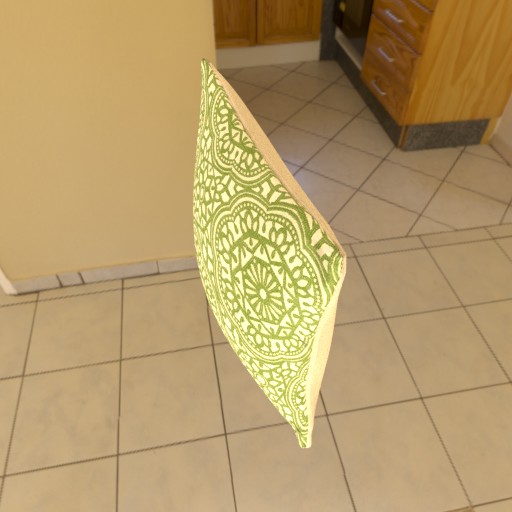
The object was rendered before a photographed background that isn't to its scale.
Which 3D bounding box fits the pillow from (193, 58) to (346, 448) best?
[{"bbox_3d":[0.000,0.000,0.660,0.162,0.419,0.440,-15,48,-14],"label":"pillow"}]
